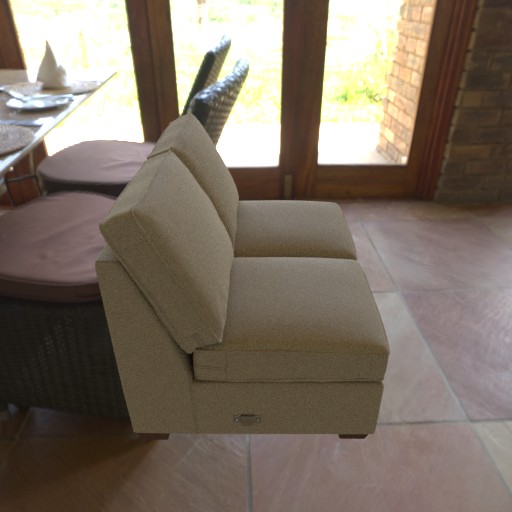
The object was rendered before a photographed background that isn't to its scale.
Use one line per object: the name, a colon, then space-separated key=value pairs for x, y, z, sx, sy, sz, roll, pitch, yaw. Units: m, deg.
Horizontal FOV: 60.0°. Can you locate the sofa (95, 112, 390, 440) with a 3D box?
sofa: x=0.000 y=0.000 z=1.997 sx=0.951 sy=1.008 sz=1.237 roll=0 pitch=31 yaw=1
